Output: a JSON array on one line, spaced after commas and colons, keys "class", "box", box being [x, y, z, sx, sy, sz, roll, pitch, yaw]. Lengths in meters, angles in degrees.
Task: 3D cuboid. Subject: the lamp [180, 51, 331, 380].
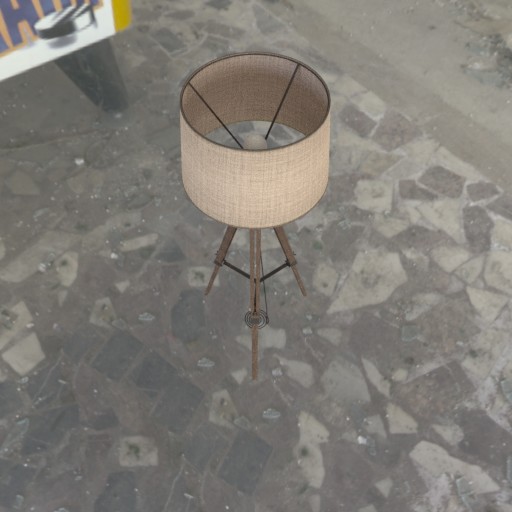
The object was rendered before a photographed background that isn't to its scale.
[{"class": "lamp", "box": [0.000, 0.000, 1.850, 0.604, 1.510, 0.587, 0, 58, 0]}]
